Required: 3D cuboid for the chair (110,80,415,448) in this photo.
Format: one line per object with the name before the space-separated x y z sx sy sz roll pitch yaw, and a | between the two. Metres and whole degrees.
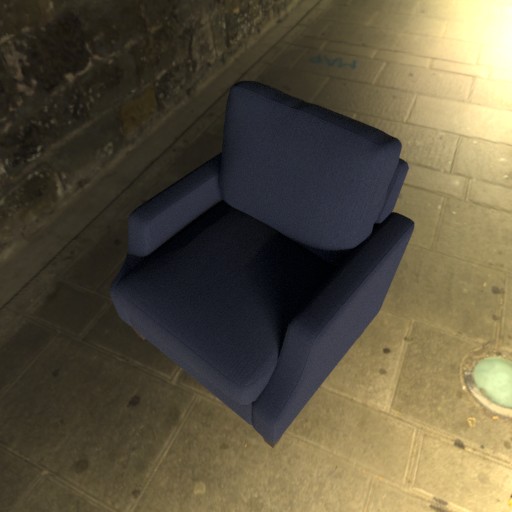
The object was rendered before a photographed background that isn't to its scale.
chair | 0.000 0.000 1.681 0.855 0.991 0.897 31 55 25
